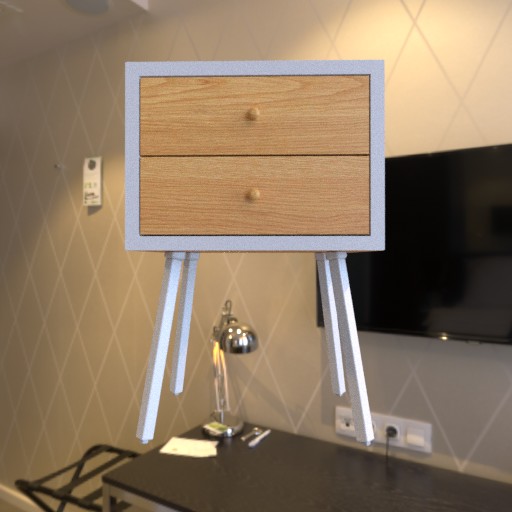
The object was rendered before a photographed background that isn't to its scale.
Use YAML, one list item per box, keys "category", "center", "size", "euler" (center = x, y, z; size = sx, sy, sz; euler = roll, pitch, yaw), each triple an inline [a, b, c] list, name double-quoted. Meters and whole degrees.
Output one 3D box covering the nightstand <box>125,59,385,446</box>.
- category: "nightstand"
  center: [0.000, 0.000, 0.824]
  size: [0.400, 0.601, 0.316]
  euler: [0, 0, 1]
